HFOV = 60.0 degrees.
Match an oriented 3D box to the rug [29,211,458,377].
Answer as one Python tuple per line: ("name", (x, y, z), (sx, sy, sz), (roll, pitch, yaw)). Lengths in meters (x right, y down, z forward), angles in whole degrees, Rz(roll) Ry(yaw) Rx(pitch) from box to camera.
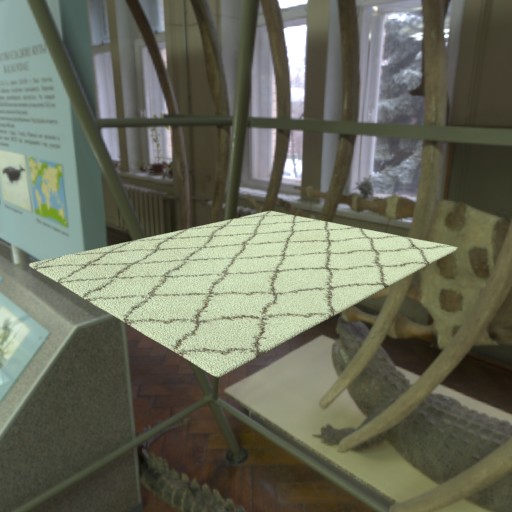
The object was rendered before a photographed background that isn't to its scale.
("rug", (0.000, 0.000, 3.994), (2.438, 0.029, 3.047), (16, 24, 42))
